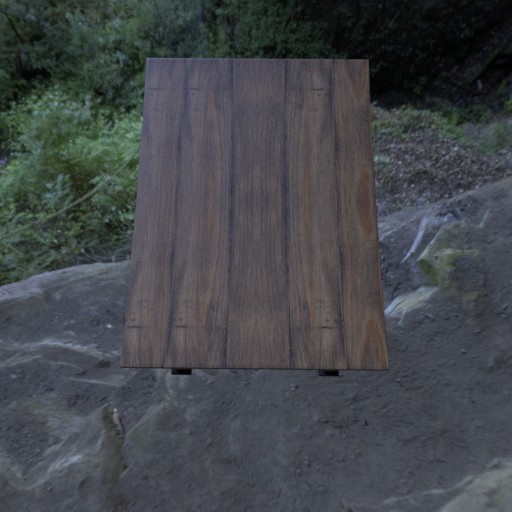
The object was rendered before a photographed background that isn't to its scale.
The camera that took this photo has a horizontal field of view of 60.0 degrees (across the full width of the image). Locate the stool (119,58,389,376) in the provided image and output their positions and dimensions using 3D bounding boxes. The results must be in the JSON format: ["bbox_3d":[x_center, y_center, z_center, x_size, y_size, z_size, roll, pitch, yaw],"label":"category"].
[{"bbox_3d":[0.000,0.000,0.931,0.405,0.625,0.486,1,75,0],"label":"stool"}]
